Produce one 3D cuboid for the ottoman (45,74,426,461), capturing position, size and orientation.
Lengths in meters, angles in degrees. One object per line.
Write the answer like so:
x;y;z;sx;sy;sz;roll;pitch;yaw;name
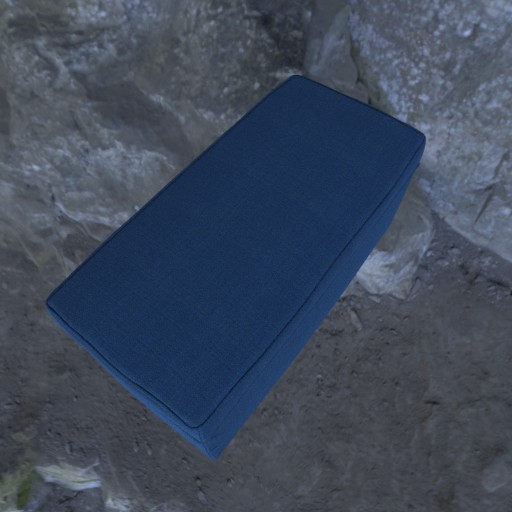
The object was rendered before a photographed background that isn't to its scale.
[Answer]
0.000;0.000;1.220;0.474;0.474;0.943;33;65;18;ottoman
